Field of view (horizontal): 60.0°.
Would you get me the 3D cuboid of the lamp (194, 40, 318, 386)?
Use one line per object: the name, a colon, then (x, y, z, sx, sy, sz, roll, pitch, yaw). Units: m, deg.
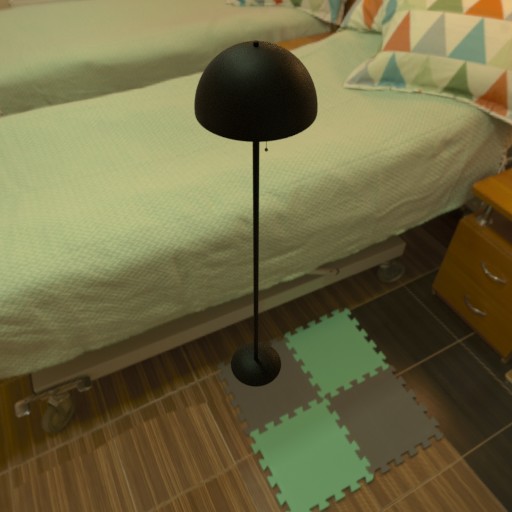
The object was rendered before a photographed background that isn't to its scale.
lamp: (0.000, 0.000, 1.595, 0.328, 1.480, 0.328, 25, 51, 22)
